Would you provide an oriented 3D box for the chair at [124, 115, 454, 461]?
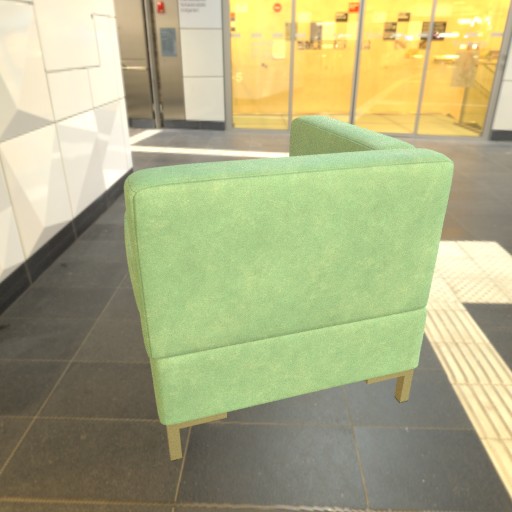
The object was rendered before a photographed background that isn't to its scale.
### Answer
[{"bbox_3d":[0.000,0.000,1.224,0.680,0.660,0.680,-8,27,-16],"label":"chair"}]
